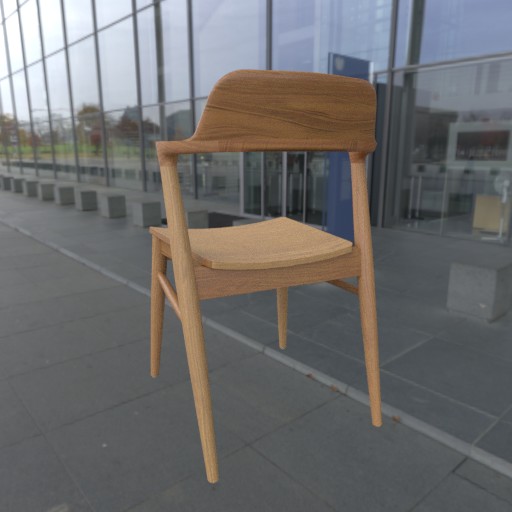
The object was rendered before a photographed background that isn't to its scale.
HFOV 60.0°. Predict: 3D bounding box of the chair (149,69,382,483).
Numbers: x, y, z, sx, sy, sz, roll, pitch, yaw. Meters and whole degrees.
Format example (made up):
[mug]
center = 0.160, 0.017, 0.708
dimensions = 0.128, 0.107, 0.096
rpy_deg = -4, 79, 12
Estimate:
[chair]
center = 0.000, 0.000, 1.110
dimensions = 0.512, 0.792, 0.499
rpy_deg = -6, 15, -25
